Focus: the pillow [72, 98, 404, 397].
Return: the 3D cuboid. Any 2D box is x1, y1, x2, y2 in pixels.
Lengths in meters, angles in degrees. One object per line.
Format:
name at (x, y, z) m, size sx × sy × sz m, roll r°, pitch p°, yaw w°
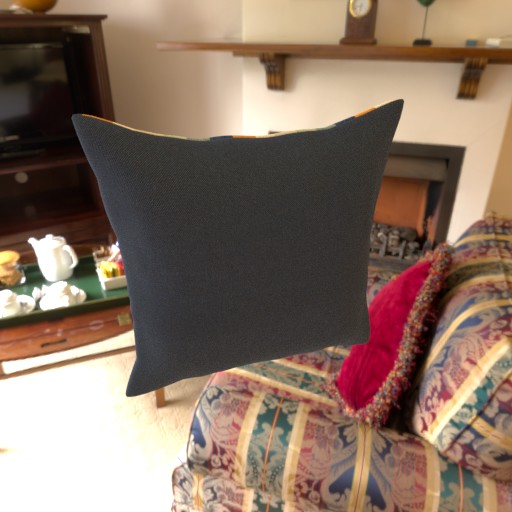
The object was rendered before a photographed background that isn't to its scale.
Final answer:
pillow at (0.000, 0.000, 0.697) m, size 0.463 × 0.454 × 0.173 m, roll -9°, pitch 29°, yaw -16°
